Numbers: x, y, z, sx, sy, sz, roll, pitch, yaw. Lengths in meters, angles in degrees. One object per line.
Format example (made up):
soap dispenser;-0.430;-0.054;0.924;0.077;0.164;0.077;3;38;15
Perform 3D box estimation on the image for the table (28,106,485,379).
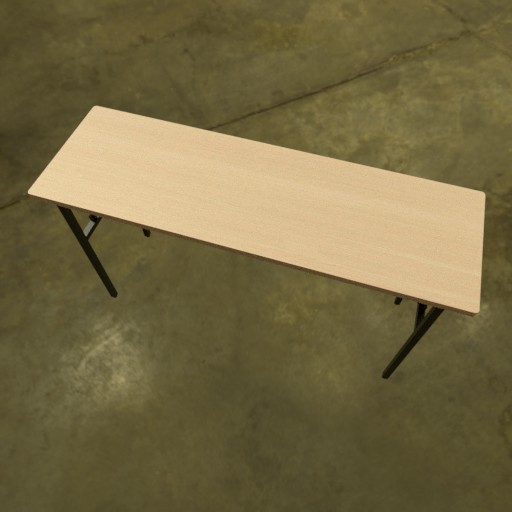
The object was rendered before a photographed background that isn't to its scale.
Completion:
table;0.000;0.000;1.731;1.397;0.750;0.447;15;59;9
